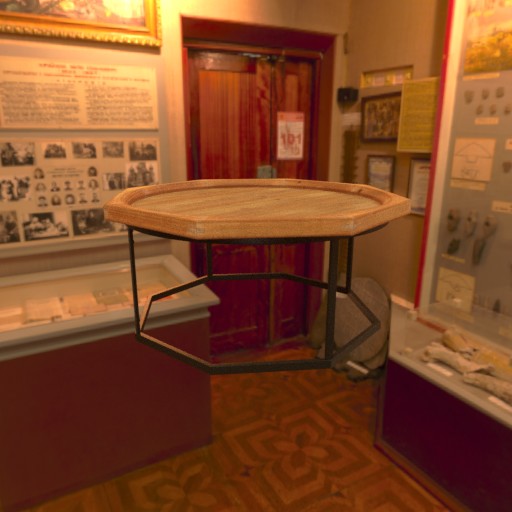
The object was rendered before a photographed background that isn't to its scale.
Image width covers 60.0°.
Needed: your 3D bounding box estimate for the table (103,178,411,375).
[{"bbox_3d":[0.000,0.000,1.566,1.002,0.444,1.002,0,16,0],"label":"table"}]
